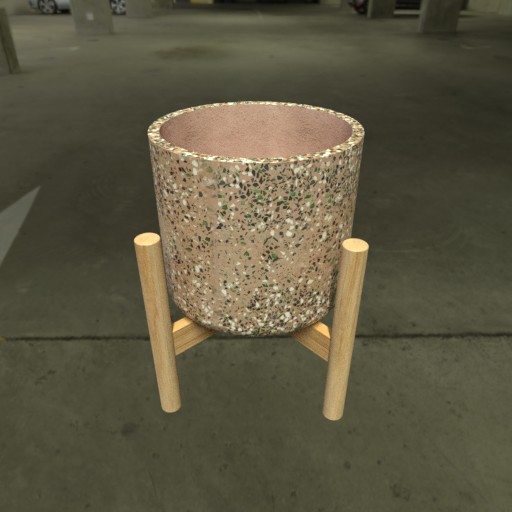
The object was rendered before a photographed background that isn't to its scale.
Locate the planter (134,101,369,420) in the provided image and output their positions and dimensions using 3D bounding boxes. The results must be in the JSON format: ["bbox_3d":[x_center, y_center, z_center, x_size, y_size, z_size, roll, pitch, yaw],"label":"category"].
[{"bbox_3d":[0.000,0.000,0.548,0.284,0.320,0.284,-10,33,-16],"label":"planter"}]
